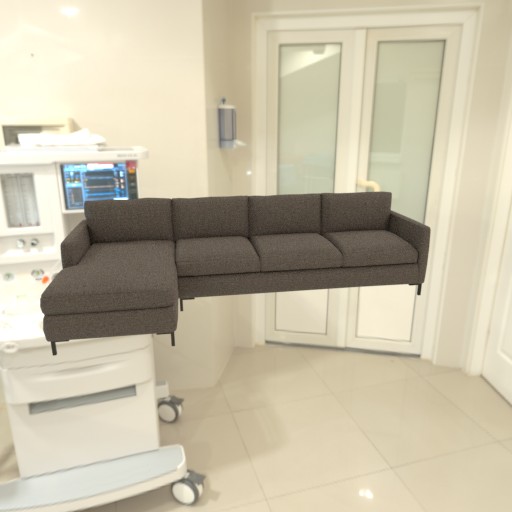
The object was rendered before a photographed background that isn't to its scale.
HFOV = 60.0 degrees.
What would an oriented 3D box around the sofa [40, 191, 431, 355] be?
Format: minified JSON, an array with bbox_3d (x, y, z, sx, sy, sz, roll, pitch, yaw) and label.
[{"bbox_3d":[0.000,0.000,3.305,2.731,0.754,1.258,-3,18,-9],"label":"sofa"}]
